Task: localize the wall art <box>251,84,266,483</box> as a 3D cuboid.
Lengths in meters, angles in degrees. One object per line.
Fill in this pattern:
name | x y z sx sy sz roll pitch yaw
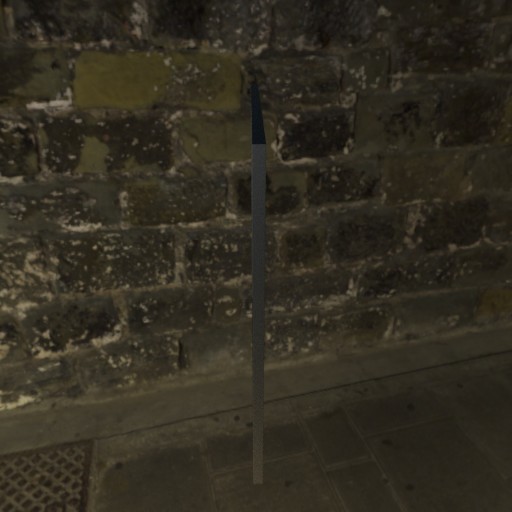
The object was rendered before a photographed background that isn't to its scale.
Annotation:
wall art | 0.000 0.000 1.232 0.022 0.807 0.807 0 27 -1
